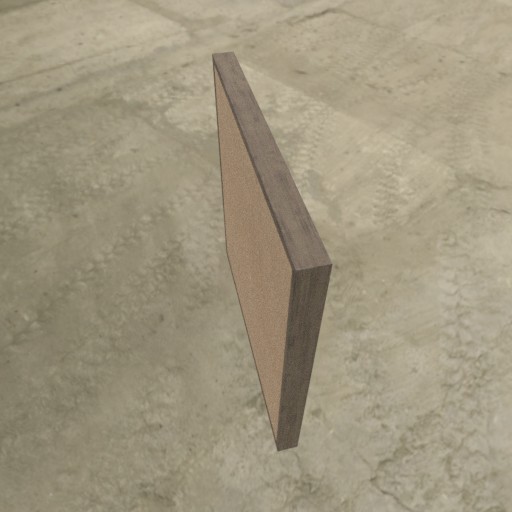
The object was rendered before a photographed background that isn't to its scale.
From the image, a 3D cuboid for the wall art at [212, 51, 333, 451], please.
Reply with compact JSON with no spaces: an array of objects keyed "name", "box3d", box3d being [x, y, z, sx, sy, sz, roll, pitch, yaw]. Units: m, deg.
[{"name":"wall art","box3d":[0.000,0.000,0.792,0.038,0.508,0.508,-10,48,-9]}]
